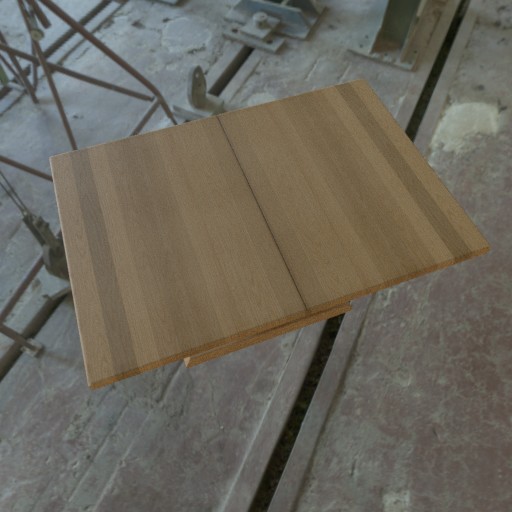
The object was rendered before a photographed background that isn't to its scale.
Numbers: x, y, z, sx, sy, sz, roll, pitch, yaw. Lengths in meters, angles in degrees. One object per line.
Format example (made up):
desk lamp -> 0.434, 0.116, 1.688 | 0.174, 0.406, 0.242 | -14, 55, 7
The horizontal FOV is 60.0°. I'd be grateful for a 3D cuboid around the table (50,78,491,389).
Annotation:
table -> 0.000, 0.000, 1.860 | 1.300, 0.770, 0.900 | -17, 61, -10
